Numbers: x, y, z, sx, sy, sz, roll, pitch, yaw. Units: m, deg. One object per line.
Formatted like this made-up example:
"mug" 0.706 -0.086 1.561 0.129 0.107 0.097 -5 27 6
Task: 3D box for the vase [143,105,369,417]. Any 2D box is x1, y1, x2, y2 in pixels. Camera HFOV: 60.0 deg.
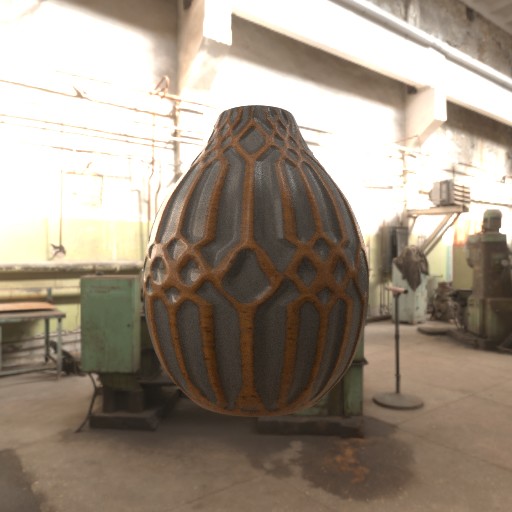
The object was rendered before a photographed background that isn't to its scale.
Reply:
"vase" 0.000 0.000 0.139 0.069 0.088 0.069 0 0 0
